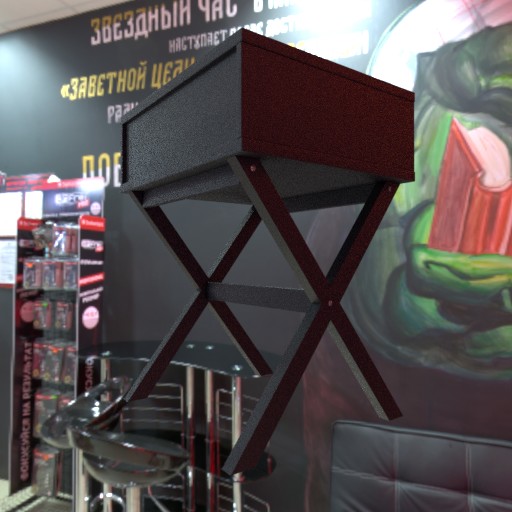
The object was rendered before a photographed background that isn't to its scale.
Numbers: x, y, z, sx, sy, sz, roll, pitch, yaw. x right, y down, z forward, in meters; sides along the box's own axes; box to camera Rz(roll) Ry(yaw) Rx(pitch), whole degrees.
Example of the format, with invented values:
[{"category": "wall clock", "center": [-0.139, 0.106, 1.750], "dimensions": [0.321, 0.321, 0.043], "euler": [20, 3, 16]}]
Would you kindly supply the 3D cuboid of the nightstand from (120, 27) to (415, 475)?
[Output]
[{"category": "nightstand", "center": [0.000, 0.000, 0.916], "dimensions": [0.402, 0.623, 0.479], "euler": [0, -1, -36]}]
